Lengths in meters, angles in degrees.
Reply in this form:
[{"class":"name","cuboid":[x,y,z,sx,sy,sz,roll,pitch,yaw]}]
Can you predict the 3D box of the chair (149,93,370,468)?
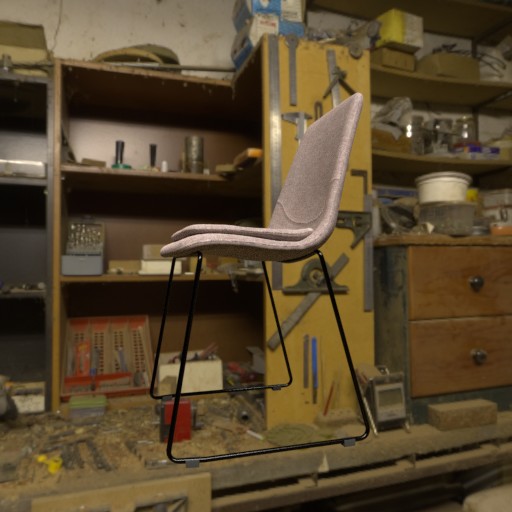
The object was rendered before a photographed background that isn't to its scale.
[{"class":"chair","cuboid":[0.000,0.000,1.182,0.518,0.858,0.479,0,-1,-18]}]
